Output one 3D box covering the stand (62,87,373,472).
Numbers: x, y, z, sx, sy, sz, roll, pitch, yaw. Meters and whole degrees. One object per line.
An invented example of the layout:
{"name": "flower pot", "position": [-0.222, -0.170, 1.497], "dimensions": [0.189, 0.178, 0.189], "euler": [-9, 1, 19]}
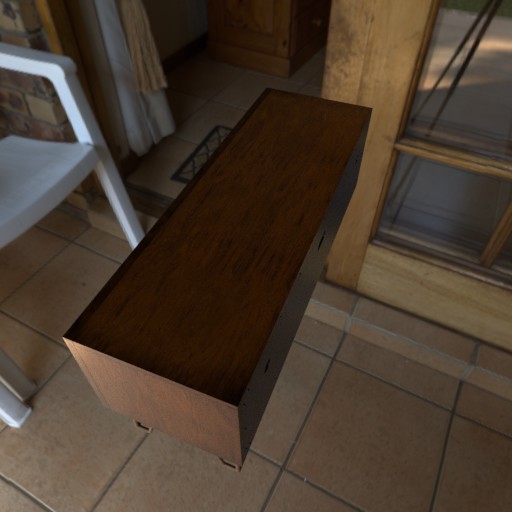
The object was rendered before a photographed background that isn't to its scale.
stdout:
{"name": "stand", "position": [0.000, 0.000, 1.676], "dimensions": [0.481, 0.610, 1.372], "euler": [17, 50, 15]}
